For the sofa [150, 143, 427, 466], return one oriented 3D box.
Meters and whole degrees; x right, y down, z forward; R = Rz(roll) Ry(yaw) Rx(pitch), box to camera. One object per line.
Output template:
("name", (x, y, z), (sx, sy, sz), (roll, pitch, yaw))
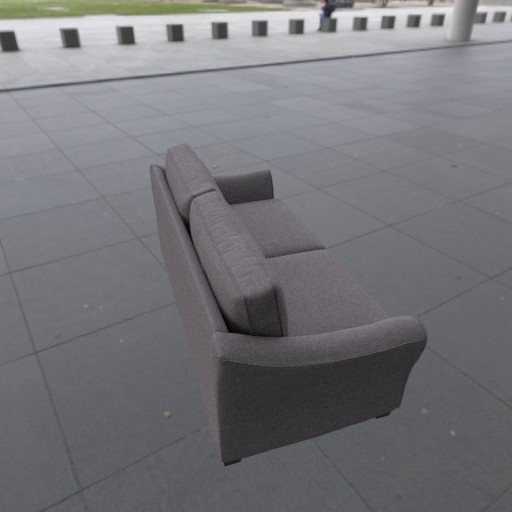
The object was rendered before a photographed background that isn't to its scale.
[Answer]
("sofa", (0.000, 0.000, 2.775), (1.013, 0.976, 2.203), (-10, 32, -15))
